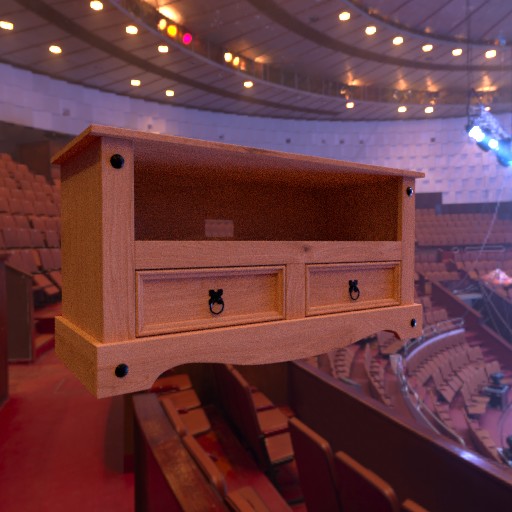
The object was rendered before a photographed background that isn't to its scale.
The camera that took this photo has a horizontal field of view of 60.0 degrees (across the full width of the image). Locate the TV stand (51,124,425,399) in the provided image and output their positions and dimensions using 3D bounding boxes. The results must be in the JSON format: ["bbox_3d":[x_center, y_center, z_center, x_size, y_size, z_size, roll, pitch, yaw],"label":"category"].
[{"bbox_3d":[0.000,0.000,1.361,1.080,0.550,0.440,-1,2,-34],"label":"TV stand"}]
